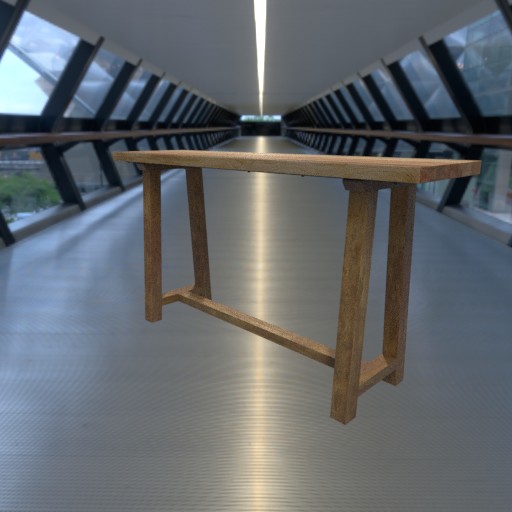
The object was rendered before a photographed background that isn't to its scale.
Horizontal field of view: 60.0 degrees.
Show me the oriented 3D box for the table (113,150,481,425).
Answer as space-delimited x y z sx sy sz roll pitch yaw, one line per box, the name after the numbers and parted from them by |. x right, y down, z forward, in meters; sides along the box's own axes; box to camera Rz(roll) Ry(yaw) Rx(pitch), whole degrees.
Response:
0.000 0.000 1.828 0.405 0.810 1.524 -15 21 -43 | table
